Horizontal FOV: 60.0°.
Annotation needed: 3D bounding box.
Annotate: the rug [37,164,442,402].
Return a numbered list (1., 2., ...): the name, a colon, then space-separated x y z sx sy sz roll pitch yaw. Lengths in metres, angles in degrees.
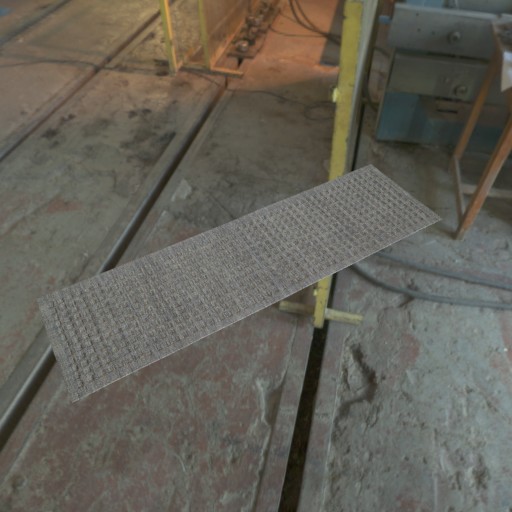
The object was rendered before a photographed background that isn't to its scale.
1. rug: 0.000 0.000 2.695 2.443 0.009 0.706 -24 52 -20
